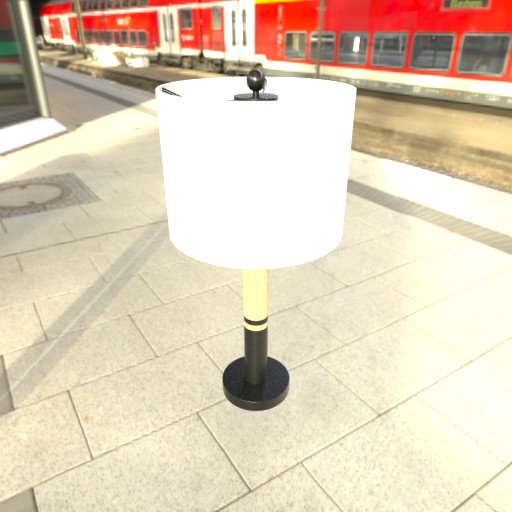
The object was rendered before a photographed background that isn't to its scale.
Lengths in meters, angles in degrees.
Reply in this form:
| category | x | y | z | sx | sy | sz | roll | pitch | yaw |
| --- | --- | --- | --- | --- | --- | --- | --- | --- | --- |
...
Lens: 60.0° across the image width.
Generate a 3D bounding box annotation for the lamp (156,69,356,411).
| category | x | y | z | sx | sy | sz | roll | pitch | yaw |
| --- | --- | --- | --- | --- | --- | --- | --- | --- | --- |
| lamp | 0.000 | 0.000 | 0.822 | 0.305 | 0.640 | 0.305 | -18 | 32 | -31 |
